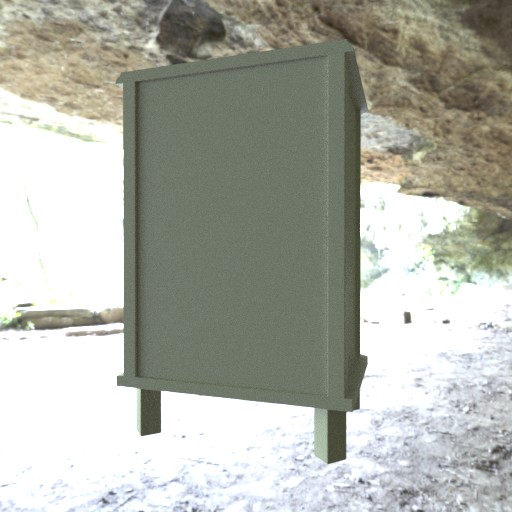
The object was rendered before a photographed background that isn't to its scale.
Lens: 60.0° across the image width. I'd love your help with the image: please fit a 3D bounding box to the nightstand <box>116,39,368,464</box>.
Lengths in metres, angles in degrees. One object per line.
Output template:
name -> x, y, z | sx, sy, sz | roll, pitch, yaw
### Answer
nightstand -> 0.000, 0.000, 0.925 | 0.435, 0.681, 0.351 | 0, 0, 18
